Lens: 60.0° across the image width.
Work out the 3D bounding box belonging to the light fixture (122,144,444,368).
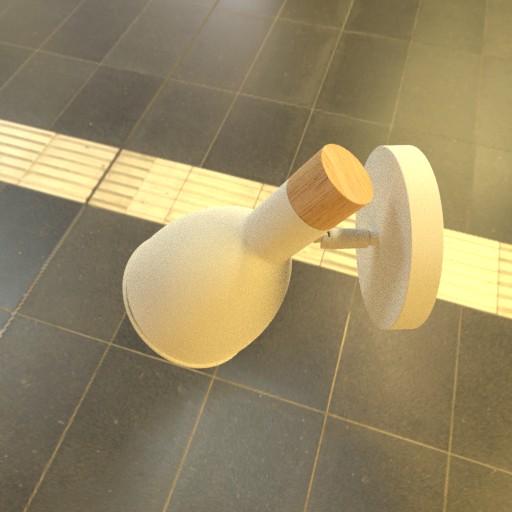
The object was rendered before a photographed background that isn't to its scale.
[{"bbox_3d":[0.000,0.000,0.326,0.209,0.199,0.127,-2,59,-1],"label":"light fixture"}]
